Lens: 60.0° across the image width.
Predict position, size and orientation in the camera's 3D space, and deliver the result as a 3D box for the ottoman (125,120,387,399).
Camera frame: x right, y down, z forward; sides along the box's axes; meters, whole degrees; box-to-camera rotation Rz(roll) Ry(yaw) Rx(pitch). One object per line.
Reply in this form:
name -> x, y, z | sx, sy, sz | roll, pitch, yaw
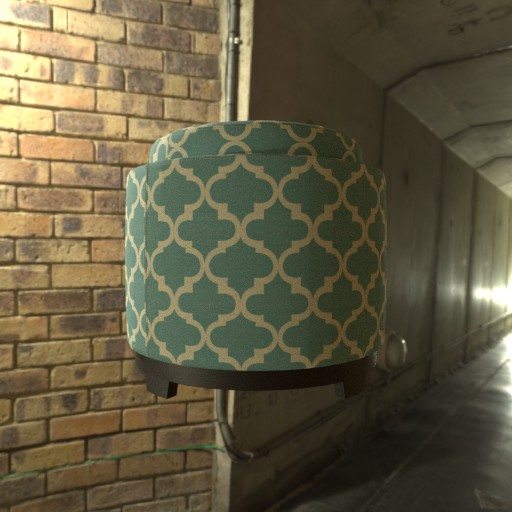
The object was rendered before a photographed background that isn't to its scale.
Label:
ottoman -> 0.000, 0.000, 0.847 | 0.480, 0.429, 0.480 | 0, 1, 0
